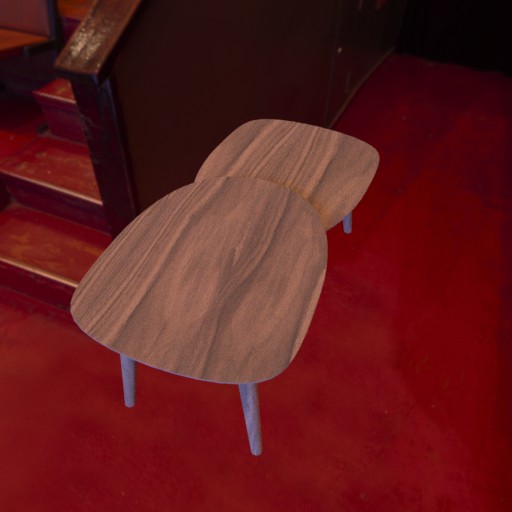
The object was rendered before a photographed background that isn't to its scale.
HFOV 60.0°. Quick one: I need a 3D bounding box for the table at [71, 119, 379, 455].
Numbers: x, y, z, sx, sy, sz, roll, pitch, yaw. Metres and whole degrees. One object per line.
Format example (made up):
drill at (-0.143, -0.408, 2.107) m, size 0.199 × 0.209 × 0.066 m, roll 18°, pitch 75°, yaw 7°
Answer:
table at (0.000, 0.000, 1.351) m, size 0.527 × 0.429 × 1.084 m, roll 17°, pitch 48°, yaw 16°
